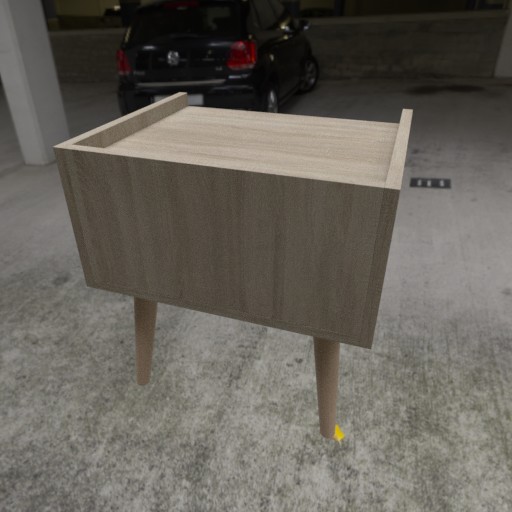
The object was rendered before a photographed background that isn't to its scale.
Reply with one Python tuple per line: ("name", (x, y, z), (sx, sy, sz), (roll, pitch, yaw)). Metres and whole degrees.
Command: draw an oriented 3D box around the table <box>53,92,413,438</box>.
("table", (0.000, 0.000, 0.805), (0.450, 0.470, 0.370), (10, 33, 16))
